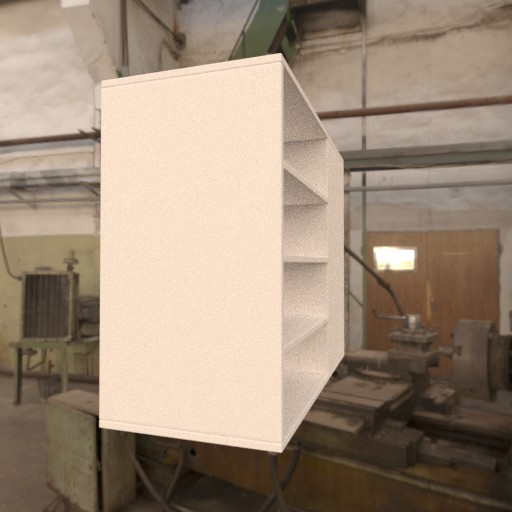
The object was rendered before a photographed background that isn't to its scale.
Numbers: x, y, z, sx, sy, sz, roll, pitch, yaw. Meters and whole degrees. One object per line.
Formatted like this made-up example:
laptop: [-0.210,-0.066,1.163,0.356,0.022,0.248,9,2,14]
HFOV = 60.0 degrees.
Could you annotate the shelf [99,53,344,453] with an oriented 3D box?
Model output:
shelf: [0.000,0.000,1.296,0.396,0.732,0.895,0,-1,18]
